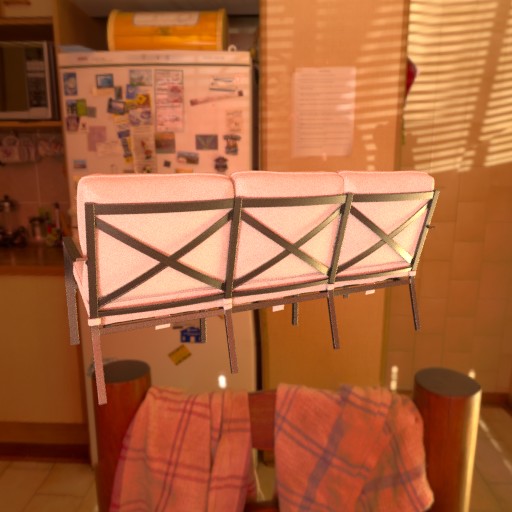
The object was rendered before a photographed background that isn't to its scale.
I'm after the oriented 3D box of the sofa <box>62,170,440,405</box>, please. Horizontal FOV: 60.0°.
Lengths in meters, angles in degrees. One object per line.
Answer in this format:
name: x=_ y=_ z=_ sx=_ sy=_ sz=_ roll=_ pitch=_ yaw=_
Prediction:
sofa: x=0.000 y=0.000 z=2.232 sx=1.740 sy=0.860 sz=0.787 roll=-6 pitch=13 yaw=-27
